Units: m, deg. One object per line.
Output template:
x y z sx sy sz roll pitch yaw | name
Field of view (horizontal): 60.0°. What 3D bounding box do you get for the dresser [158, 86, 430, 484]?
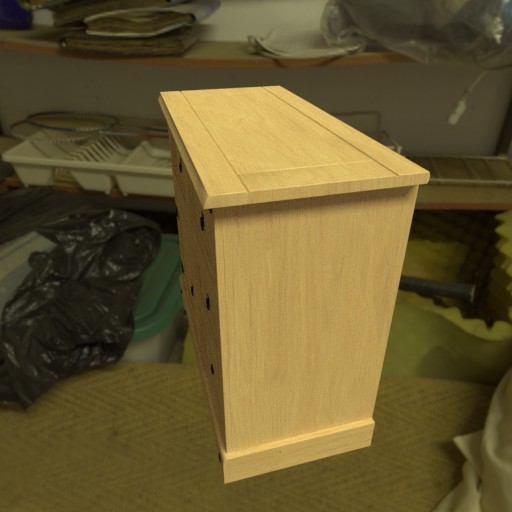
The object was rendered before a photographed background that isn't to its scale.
0.000 0.000 1.389 0.440 0.835 0.915 -8 32 -13 | dresser
